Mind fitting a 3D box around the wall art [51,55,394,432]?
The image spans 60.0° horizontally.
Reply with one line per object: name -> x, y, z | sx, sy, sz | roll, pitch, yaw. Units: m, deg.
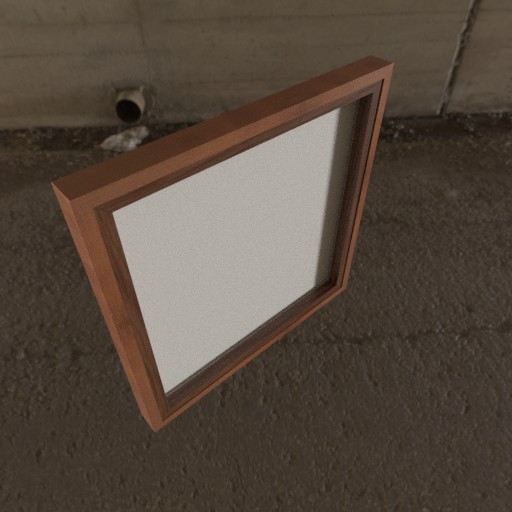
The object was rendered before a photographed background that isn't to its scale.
wall art -> 0.000, 0.000, 0.578 | 0.403, 0.403, 0.035 | -32, 53, -28
